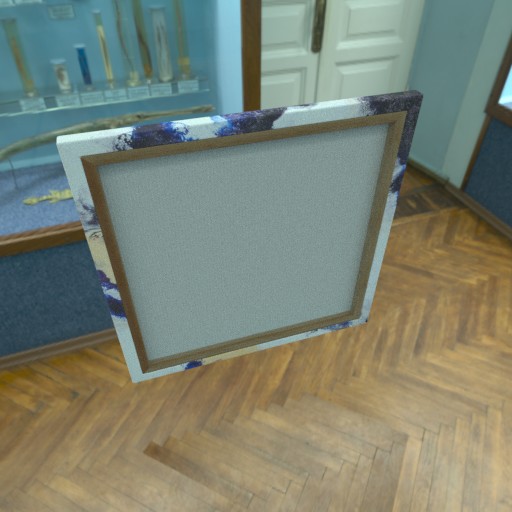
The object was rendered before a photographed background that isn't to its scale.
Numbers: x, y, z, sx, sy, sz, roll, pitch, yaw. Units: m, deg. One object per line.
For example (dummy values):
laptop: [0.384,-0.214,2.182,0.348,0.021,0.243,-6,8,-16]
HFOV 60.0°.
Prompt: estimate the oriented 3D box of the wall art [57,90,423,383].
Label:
wall art: [0.000,0.000,1.329,0.887,0.885,0.038,-12,42,-13]
